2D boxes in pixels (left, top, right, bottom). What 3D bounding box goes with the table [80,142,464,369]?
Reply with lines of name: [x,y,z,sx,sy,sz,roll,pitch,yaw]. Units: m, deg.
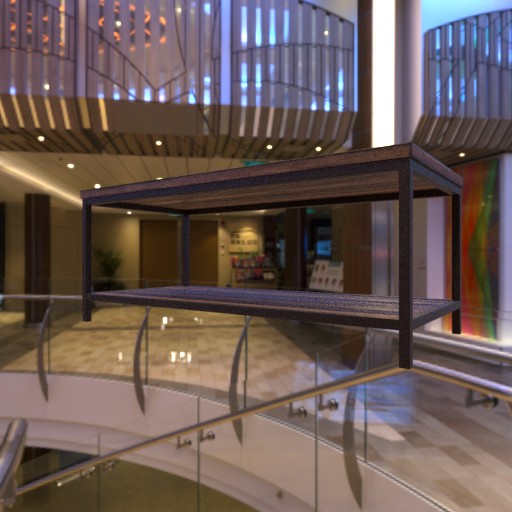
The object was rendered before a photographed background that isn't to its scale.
table: [0.000,0.000,1.245,0.990,0.399,0.452,0,0,36]
